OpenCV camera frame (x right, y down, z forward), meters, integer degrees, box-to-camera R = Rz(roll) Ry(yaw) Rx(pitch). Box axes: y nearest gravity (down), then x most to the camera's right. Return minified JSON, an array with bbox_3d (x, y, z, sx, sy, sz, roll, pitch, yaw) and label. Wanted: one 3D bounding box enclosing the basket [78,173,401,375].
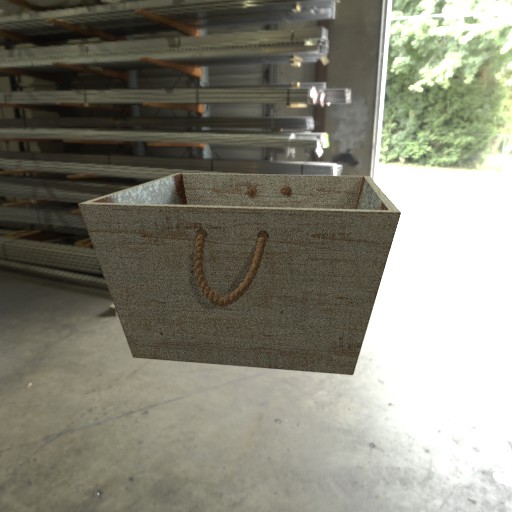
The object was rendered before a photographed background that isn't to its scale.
[{"bbox_3d":[0.000,0.000,0.786,0.413,0.247,0.545,2,16,8],"label":"basket"}]
